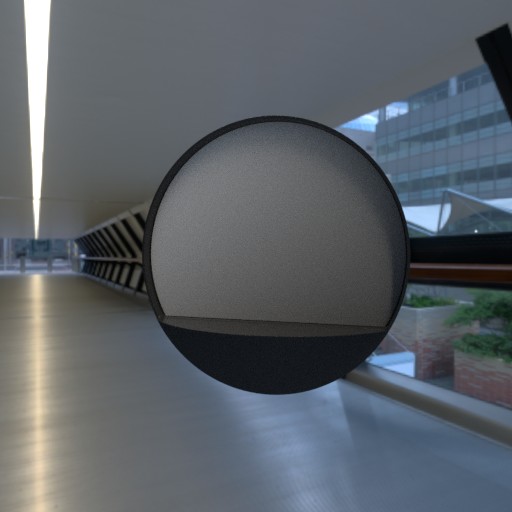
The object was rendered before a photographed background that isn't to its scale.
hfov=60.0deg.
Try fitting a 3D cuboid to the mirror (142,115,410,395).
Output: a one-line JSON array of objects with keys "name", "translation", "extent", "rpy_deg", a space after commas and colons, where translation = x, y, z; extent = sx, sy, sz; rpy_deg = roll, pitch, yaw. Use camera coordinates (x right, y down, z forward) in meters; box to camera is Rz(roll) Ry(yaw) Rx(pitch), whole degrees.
[{"name": "mirror", "translation": [0.000, 0.000, 0.693], "extent": [0.457, 0.457, 0.133], "rpy_deg": [0, 1, 18]}]
